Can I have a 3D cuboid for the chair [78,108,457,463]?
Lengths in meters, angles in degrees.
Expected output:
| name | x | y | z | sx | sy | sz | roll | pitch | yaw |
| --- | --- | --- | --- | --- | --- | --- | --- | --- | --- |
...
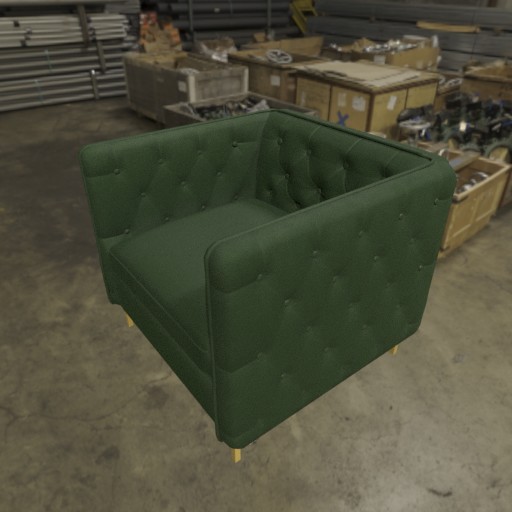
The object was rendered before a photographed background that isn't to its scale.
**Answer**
| name | x | y | z | sx | sy | sz | roll | pitch | yaw |
| --- | --- | --- | --- | --- | --- | --- | --- | --- | --- |
| chair | 0.000 | 0.000 | 1.554 | 0.855 | 0.768 | 0.917 | -22 | 38 | -31 |
